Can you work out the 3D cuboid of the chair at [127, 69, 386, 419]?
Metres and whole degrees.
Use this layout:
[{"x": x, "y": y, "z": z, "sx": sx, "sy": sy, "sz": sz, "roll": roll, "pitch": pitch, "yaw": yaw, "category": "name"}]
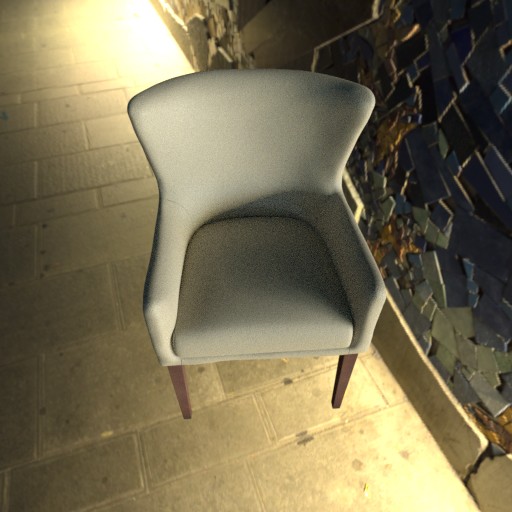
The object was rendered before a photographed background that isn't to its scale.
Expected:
[{"x": 0.000, "y": 0.000, "z": 1.416, "sx": 0.660, "sy": 0.952, "sz": 0.686, "roll": -3, "pitch": 45, "yaw": -3, "category": "chair"}]
